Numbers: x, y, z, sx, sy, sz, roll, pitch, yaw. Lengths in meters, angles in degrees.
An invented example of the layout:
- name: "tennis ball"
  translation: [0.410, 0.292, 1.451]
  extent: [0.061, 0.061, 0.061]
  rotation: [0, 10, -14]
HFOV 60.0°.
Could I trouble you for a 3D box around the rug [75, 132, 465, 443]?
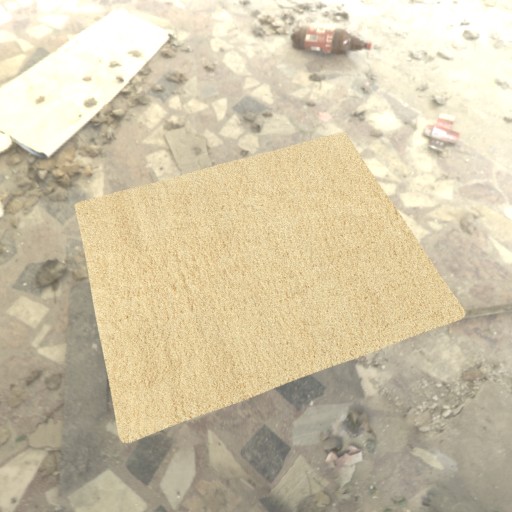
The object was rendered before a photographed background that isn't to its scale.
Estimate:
- name: "rug"
  translation: [0.000, 0.000, 4.124]
  extent: [3.001, 0.025, 2.401]
  rotation: [-17, 60, -10]
